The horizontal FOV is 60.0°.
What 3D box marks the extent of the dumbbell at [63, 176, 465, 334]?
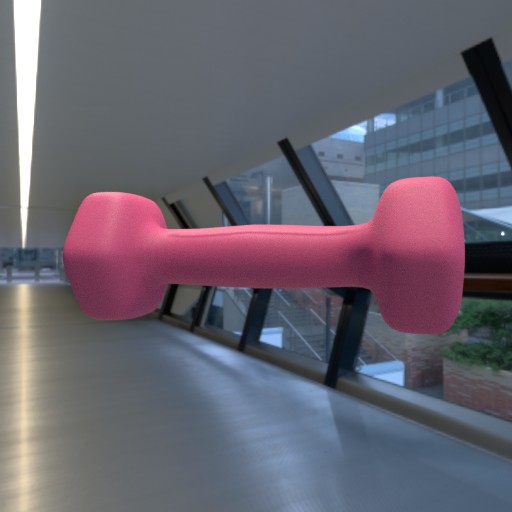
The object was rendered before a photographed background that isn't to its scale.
[{"bbox_3d":[0.000,0.000,0.172,0.146,0.053,0.058,0,0,17],"label":"dumbbell"}]
